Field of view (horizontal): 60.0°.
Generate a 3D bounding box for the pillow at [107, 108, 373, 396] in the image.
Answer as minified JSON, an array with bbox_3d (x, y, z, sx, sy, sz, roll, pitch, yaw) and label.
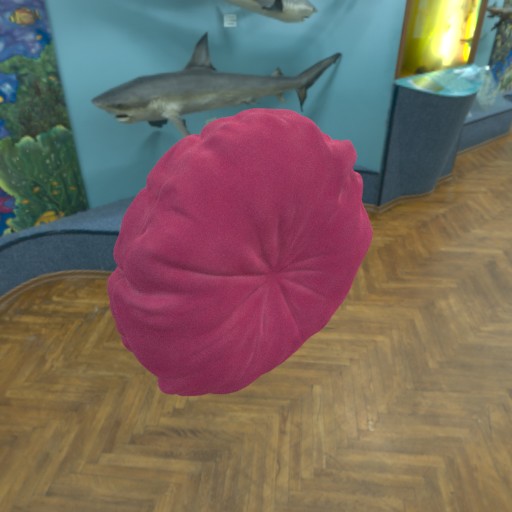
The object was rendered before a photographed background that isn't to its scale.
[{"bbox_3d":[0.000,0.000,0.644,0.428,0.407,0.148,-22,38,-31],"label":"pillow"}]
